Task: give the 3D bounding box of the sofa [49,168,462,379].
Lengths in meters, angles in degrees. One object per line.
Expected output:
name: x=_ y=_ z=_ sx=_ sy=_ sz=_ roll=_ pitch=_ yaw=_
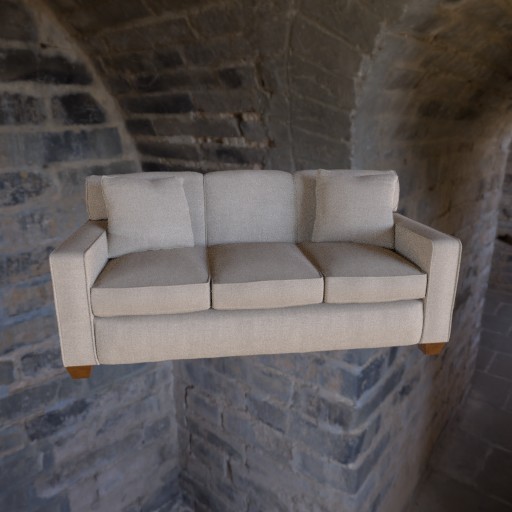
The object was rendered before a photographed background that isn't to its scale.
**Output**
sofa: x=0.000 y=0.000 z=2.594 sx=2.024 sy=0.958 sz=0.997 roll=-2 pitch=16 yaw=-7
